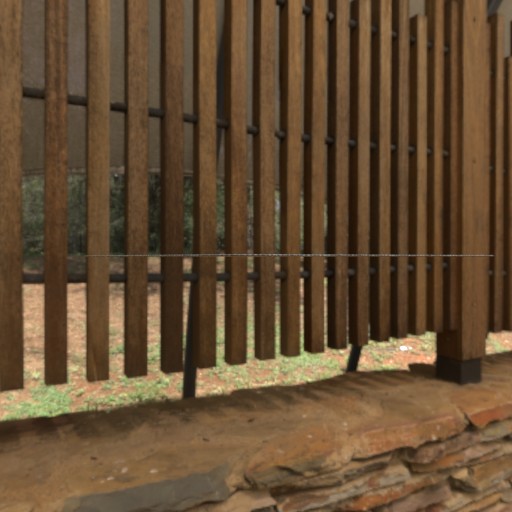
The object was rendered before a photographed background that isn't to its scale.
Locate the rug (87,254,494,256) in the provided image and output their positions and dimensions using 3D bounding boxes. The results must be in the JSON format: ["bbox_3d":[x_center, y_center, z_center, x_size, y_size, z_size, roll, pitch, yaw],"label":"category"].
[{"bbox_3d":[0.000,0.000,5.102,2.894,0.011,3.957,0,0,-34],"label":"rug"}]
